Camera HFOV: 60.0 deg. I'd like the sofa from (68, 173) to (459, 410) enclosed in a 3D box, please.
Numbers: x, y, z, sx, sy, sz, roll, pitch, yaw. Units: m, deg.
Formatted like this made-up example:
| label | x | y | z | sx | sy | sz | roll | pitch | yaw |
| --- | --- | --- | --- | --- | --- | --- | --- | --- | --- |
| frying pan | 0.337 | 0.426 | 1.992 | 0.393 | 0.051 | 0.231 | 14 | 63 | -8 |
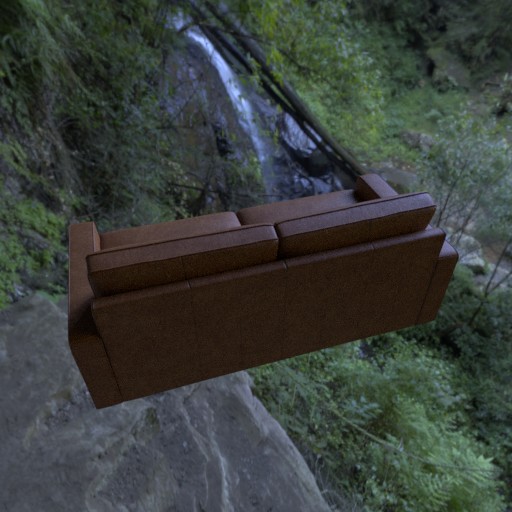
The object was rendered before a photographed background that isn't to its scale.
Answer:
| label | x | y | z | sx | sy | sz | roll | pitch | yaw |
| --- | --- | --- | --- | --- | --- | --- | --- | --- | --- |
| sofa | 0.000 | 0.000 | 2.691 | 2.156 | 0.928 | 0.991 | -12 | 42 | -13 |
